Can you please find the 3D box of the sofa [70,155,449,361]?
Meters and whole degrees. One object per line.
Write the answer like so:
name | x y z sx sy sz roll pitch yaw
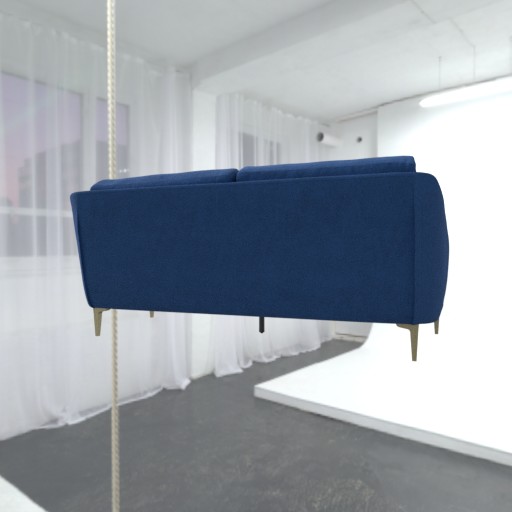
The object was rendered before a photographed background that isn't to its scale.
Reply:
sofa | 0.000 0.000 2.493 2.036 0.903 0.960 0 0 20
